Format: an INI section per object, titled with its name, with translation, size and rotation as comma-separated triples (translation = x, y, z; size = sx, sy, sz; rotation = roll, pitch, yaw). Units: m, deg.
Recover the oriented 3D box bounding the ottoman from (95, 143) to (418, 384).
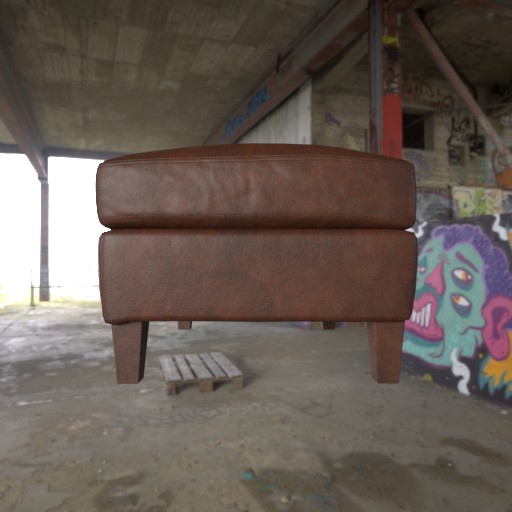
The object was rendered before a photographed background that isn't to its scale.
[ottoman]
translation = 0.000, 0.000, 1.281
size = 0.659, 0.527, 0.887
rotation = 0, -1, 0
